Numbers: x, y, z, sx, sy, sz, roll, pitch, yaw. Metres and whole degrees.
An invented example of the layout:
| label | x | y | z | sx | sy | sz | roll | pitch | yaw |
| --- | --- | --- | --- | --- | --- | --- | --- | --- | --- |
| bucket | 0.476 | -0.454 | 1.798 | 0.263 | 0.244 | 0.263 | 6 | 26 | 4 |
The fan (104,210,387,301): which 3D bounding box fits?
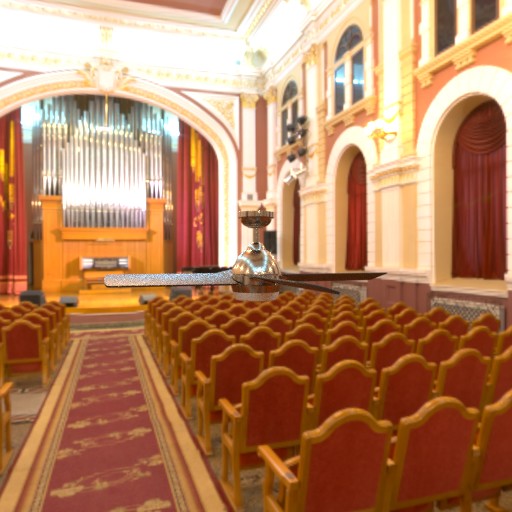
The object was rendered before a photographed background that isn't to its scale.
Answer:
| label | x | y | z | sx | sy | sz | roll | pitch | yaw |
| --- | --- | --- | --- | --- | --- | --- | --- | --- | --- |
| fan | 0.000 | 0.000 | 2.051 | 1.332 | 0.403 | 1.332 | 0 | 0 | -18 |
